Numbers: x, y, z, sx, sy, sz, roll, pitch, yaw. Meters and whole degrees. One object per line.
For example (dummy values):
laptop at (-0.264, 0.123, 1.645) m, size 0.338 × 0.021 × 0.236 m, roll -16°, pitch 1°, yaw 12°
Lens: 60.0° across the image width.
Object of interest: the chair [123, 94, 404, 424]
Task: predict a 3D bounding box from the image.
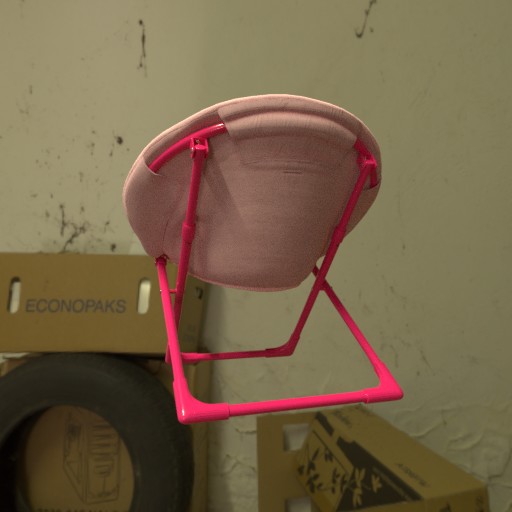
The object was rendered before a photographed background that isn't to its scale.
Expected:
chair at (0.000, 0.000, 0.903) m, size 0.522 × 0.494 × 0.459 m, roll 0°, pitch -1°, yaw -19°
